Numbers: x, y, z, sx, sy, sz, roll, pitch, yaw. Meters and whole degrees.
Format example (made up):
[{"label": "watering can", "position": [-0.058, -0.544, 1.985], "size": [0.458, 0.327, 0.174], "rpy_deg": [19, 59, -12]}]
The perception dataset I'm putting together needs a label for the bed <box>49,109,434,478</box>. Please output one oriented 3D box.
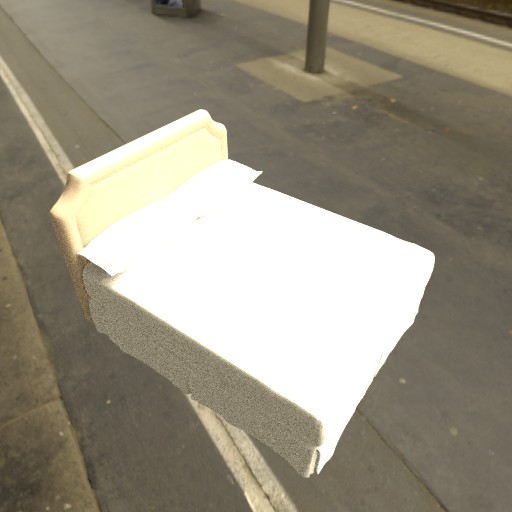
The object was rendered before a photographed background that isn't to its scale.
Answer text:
[{"label": "bed", "position": [0.000, 0.000, 3.839], "size": [2.548, 1.524, 2.134], "rpy_deg": [25, 46, 27]}]
